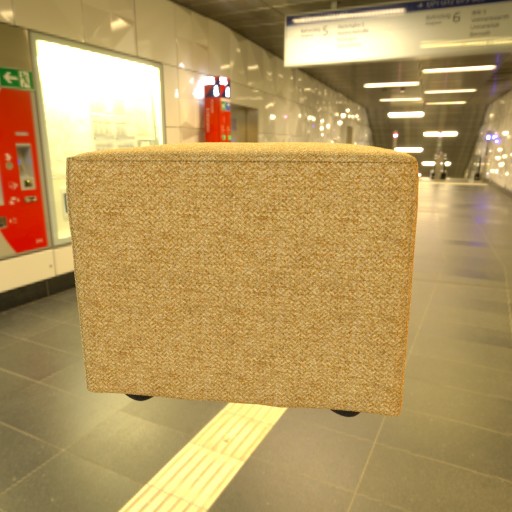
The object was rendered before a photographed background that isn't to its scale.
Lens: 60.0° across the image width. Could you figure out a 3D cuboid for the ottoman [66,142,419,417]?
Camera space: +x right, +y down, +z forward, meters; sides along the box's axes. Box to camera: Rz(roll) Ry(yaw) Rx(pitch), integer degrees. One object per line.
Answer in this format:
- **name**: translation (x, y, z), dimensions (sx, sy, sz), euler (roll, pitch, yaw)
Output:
- **ottoman**: translation (0.000, 0.000, 0.887), dimensions (0.512, 0.441, 0.505), euler (2, 14, 7)
